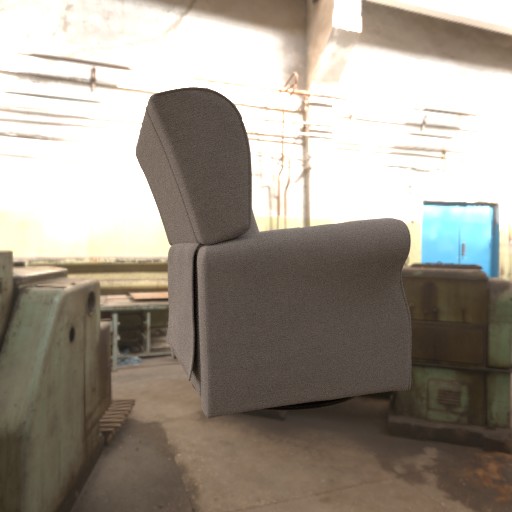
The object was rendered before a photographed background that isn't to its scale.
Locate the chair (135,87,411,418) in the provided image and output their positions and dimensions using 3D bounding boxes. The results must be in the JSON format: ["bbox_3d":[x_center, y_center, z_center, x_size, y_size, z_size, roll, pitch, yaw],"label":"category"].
[{"bbox_3d":[0.000,0.000,1.689,0.854,0.966,0.906,0,1,-18],"label":"chair"}]
